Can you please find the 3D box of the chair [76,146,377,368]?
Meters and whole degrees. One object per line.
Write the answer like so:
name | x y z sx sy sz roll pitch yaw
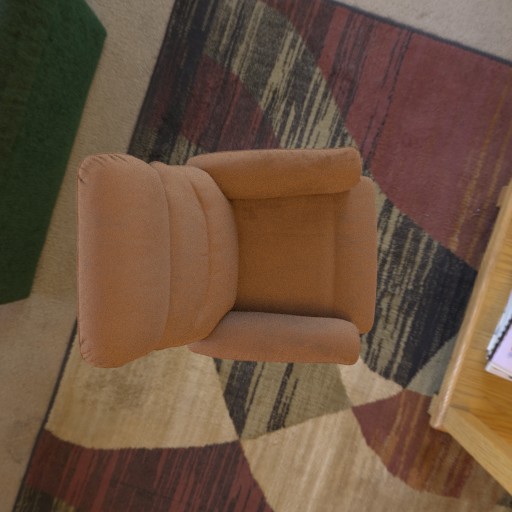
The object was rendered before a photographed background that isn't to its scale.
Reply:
chair | 0.000 0.000 1.716 1.004 1.037 0.820 0 92 0
